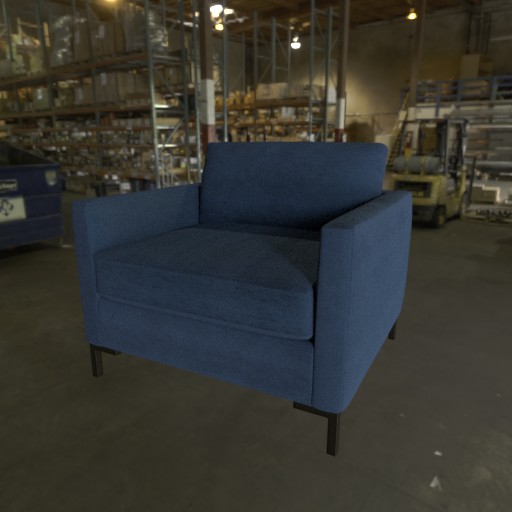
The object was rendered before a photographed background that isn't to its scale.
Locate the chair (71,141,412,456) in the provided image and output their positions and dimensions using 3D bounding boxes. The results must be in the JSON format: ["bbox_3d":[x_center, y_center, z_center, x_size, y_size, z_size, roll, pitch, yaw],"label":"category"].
[{"bbox_3d":[0.000,0.000,1.625,0.964,0.812,0.875,8,17,27],"label":"chair"}]
